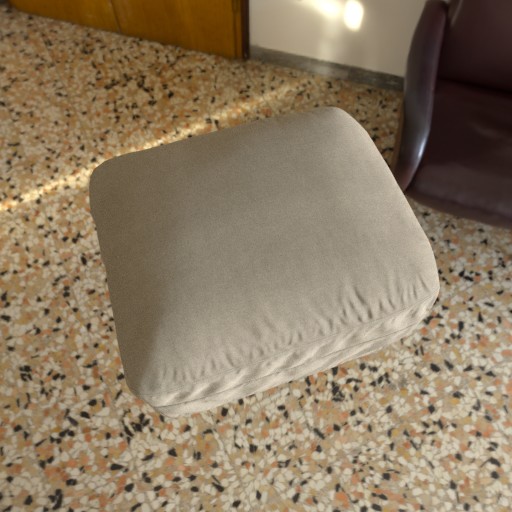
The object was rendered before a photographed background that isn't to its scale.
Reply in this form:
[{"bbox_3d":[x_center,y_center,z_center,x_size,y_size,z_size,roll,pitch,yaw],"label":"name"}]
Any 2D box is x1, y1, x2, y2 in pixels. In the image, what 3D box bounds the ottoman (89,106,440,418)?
[{"bbox_3d":[0.000,0.000,1.100,0.712,0.480,0.584,-16,65,-8],"label":"ottoman"}]
